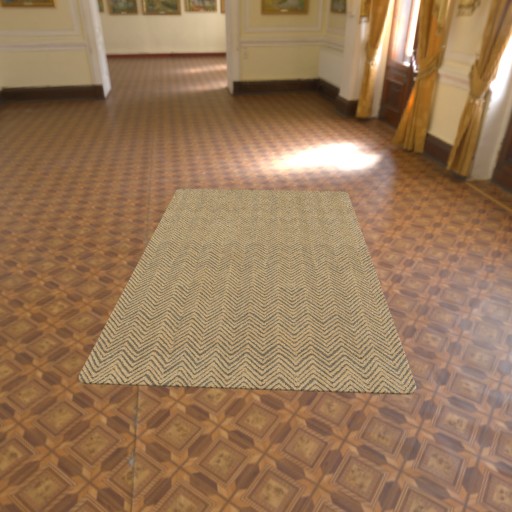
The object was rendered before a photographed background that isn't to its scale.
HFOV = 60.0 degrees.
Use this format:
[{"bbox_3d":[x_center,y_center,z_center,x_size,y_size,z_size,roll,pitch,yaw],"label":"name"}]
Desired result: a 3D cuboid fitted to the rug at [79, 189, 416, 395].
[{"bbox_3d":[0.000,0.000,2.229,1.144,0.008,1.752,1,30,2],"label":"rug"}]
